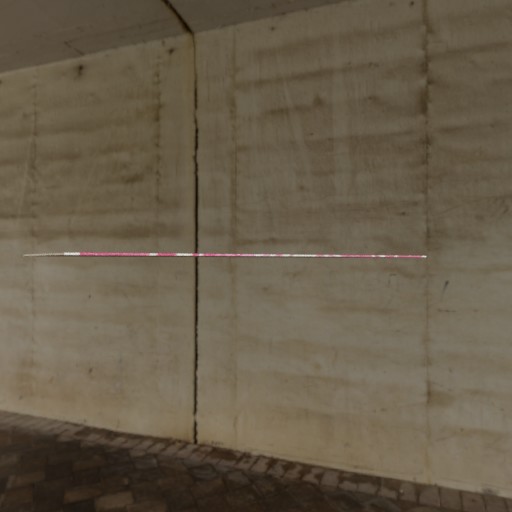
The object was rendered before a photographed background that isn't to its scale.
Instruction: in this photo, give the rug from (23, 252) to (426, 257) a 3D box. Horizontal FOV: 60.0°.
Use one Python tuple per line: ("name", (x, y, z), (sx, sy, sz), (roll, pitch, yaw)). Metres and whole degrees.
("rug", (0.000, 0.000, 2.739), (2.458, 0.011, 0.787), (0, -1, -36))
